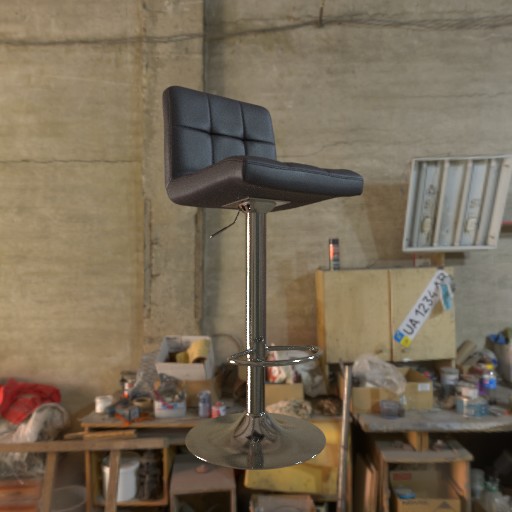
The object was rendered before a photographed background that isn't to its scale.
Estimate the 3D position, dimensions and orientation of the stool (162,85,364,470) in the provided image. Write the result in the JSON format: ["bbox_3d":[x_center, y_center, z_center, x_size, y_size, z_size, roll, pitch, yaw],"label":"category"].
[{"bbox_3d":[0.000,0.000,1.358,0.430,1.115,0.505,0,-1,-35],"label":"stool"}]
